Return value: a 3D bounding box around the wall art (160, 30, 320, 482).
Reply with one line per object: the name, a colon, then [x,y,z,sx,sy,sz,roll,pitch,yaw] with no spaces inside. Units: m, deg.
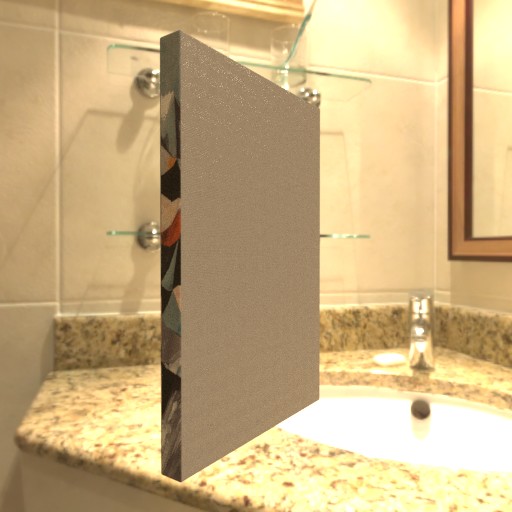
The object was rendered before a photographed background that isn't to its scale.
wall art: [0.000,0.000,1.153,0.061,0.911,0.609,1,1,35]
